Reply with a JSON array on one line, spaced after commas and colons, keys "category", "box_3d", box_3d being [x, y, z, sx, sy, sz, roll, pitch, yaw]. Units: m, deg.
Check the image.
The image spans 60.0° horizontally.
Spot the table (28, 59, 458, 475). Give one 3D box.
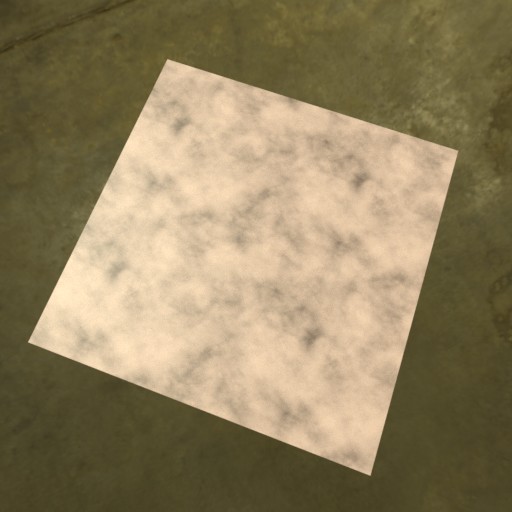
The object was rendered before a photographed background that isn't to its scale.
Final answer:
[{"category": "table", "box_3d": [0.000, 0.000, 1.325, 0.890, 0.305, 0.890, 19, 76, 5]}]
